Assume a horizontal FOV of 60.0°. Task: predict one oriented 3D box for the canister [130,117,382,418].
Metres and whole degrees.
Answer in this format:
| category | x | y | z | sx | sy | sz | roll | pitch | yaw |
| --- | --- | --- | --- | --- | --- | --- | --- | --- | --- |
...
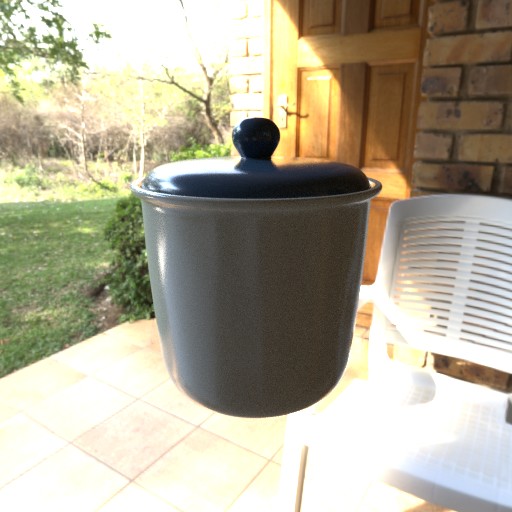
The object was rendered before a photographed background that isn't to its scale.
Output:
| category | x | y | z | sx | sy | sz | roll | pitch | yaw |
| --- | --- | --- | --- | --- | --- | --- | --- | --- | --- |
| canister | 0.000 | 0.000 | 0.347 | 0.182 | 0.208 | 0.182 | 0 | 17 | 0 |
